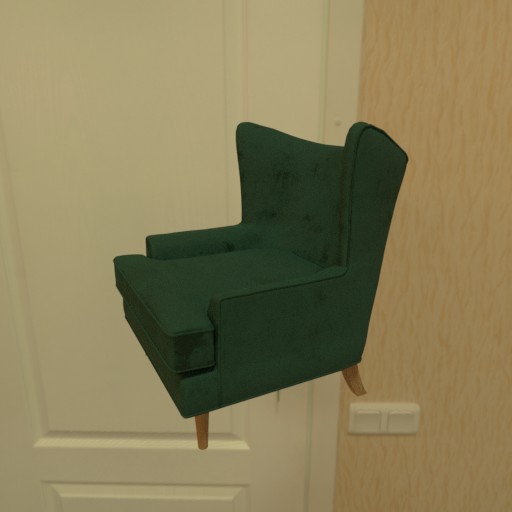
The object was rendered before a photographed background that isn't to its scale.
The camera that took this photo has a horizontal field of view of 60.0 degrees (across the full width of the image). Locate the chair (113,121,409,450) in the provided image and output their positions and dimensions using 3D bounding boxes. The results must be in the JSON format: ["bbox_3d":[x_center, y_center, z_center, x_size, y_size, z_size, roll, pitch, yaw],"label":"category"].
[{"bbox_3d":[0.000,0.000,1.641,0.910,0.952,0.793,-9,19,-26],"label":"chair"}]
